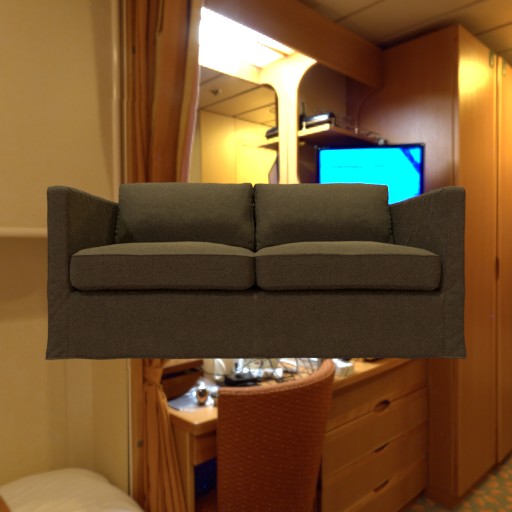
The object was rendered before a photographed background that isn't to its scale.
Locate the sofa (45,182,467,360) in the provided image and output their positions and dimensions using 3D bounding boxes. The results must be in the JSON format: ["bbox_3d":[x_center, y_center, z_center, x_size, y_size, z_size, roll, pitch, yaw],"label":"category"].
[{"bbox_3d":[0.000,0.000,2.314,1.802,0.854,0.974,0,1,-1],"label":"sofa"}]
